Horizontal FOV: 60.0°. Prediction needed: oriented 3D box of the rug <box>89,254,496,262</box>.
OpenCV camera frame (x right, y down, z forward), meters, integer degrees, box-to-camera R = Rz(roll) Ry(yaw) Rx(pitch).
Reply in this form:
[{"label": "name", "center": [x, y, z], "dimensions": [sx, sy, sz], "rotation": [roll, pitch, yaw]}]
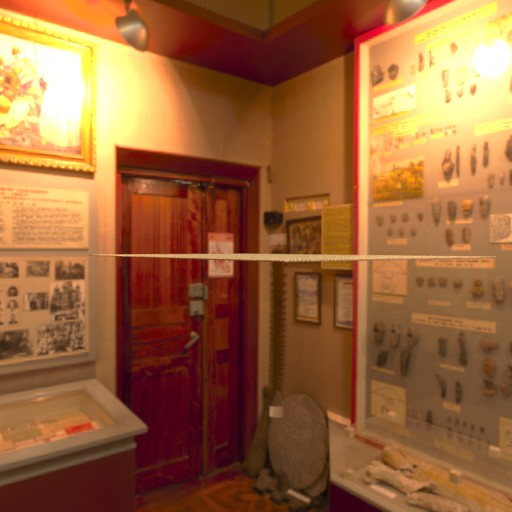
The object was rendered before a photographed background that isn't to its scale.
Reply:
[{"label": "rug", "center": [0.000, 0.000, 2.986], "dimensions": [1.519, 0.007, 2.428], "rotation": [-1, 1, -36]}]
